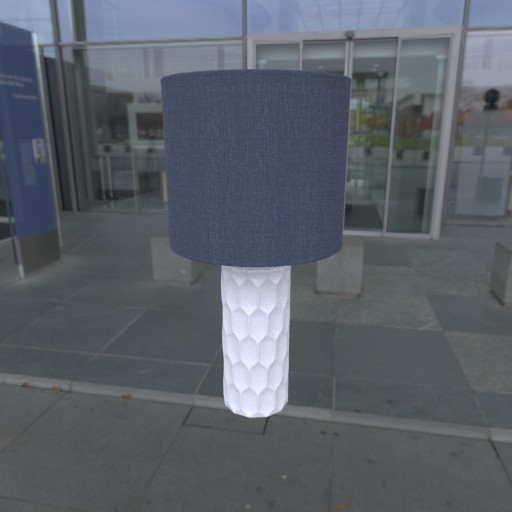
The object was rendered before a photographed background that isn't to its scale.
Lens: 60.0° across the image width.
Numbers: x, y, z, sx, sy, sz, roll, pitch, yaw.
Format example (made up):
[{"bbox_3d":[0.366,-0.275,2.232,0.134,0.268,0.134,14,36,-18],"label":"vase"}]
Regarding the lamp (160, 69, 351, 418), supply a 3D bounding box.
[{"bbox_3d":[0.000,0.000,0.728,0.277,0.537,0.277,8,18,25],"label":"lamp"}]
